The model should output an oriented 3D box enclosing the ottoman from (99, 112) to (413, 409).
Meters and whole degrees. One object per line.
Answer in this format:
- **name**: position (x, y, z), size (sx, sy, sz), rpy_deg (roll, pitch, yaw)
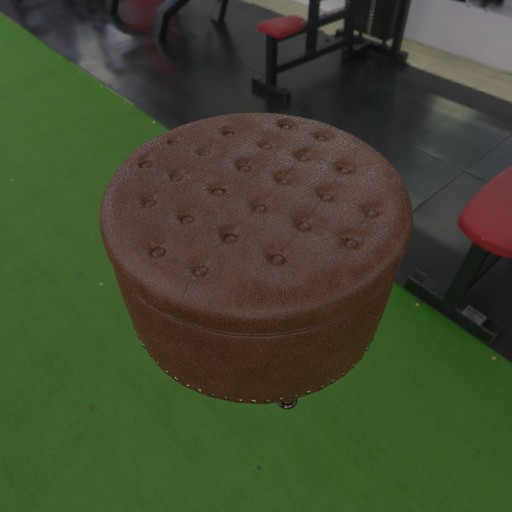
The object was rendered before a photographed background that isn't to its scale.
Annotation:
- **ottoman**: position (0.000, 0.000, 1.058), size (0.637, 0.442, 0.637), rpy_deg (0, 47, 0)
